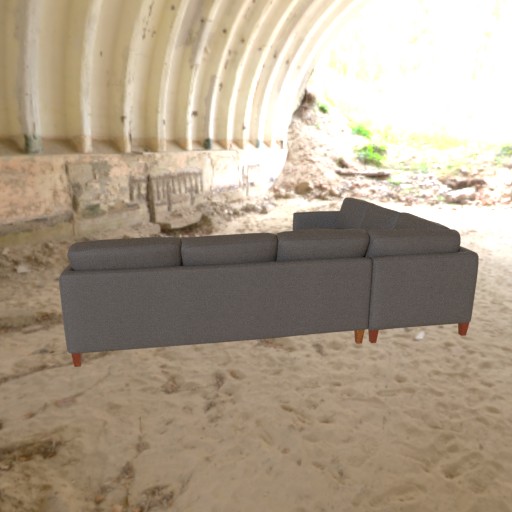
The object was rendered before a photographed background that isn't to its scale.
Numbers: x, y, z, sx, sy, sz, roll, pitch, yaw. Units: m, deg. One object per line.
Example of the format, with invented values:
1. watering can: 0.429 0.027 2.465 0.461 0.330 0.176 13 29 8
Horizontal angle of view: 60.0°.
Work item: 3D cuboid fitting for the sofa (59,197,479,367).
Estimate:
1. sofa: 0.000 0.000 4.608 3.302 0.947 2.593 -3 14 -10
